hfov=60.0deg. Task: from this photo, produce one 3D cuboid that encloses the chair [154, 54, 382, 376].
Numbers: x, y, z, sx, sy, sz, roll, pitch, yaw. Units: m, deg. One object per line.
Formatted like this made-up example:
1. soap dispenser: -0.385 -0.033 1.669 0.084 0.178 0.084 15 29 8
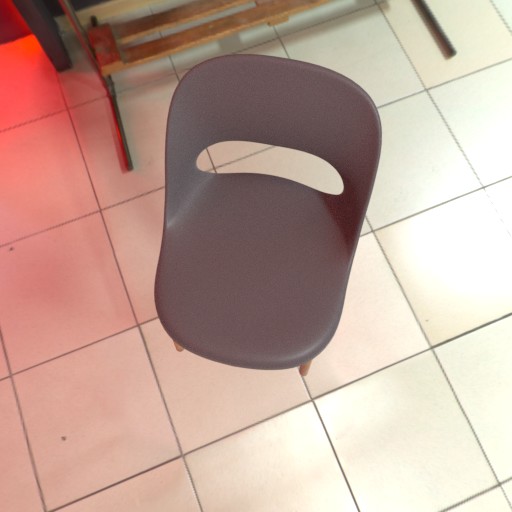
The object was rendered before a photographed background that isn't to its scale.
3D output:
1. chair: 0.000 0.000 1.128 0.470 0.795 0.556 11 76 3
